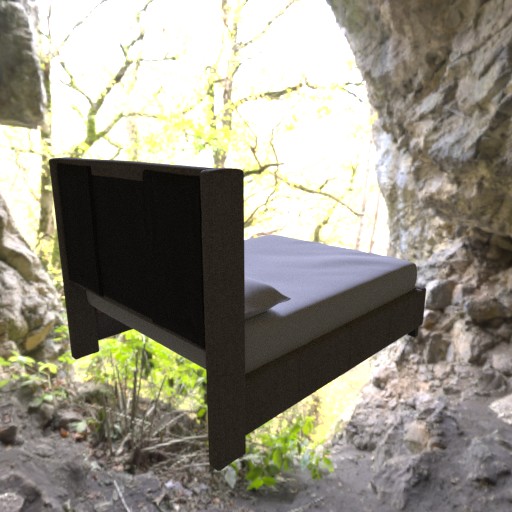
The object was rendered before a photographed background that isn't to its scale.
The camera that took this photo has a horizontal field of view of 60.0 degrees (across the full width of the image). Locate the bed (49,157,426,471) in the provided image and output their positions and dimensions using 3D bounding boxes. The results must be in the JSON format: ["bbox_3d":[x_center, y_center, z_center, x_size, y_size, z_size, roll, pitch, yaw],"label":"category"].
[{"bbox_3d":[0.000,0.000,3.341,1.714,1.476,2.245,14,20,43],"label":"bed"}]
